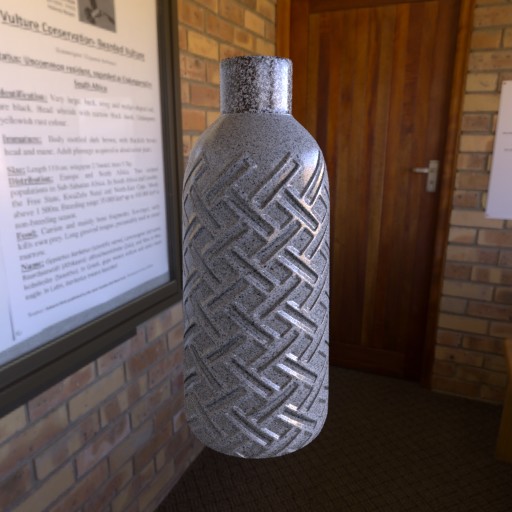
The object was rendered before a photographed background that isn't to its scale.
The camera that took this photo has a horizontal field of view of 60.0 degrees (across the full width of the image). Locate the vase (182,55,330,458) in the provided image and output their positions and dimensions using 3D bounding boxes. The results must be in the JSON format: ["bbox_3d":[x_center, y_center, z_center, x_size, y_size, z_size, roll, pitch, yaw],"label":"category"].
[{"bbox_3d":[0.000,0.000,0.347,0.122,0.282,0.122,0,15,0],"label":"vase"}]
